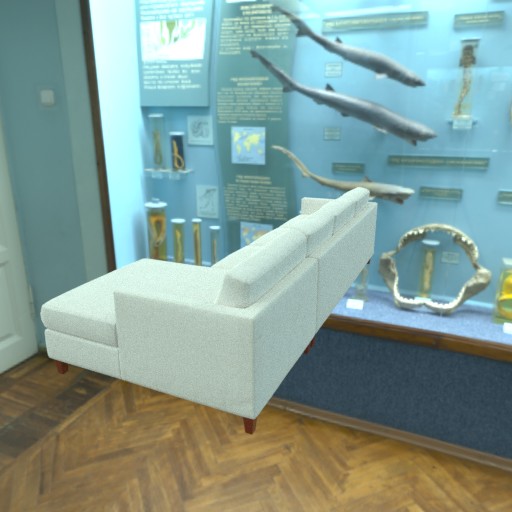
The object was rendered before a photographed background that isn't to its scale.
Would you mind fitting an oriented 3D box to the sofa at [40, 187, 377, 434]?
[{"bbox_3d":[0.000,0.000,4.126,1.606,0.954,3.471,8,19,24],"label":"sofa"}]
